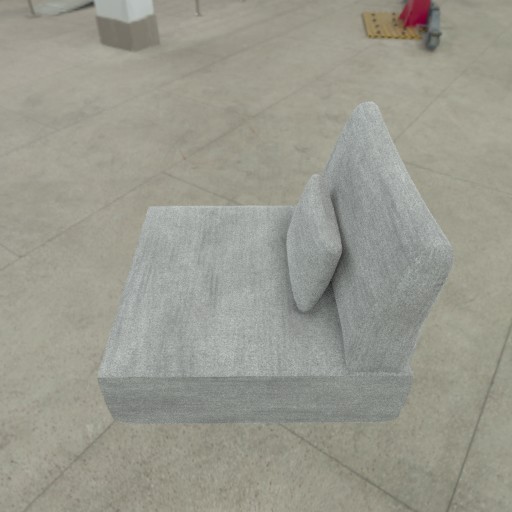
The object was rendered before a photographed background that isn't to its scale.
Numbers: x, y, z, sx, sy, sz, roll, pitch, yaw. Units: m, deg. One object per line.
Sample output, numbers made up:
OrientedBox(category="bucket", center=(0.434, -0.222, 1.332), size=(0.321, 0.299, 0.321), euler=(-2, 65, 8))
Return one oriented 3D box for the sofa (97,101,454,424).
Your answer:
OrientedBox(category="sofa", center=(0.000, 0.000, 1.659), size=(1.000, 0.820, 0.930), euler=(0, 41, 0))
